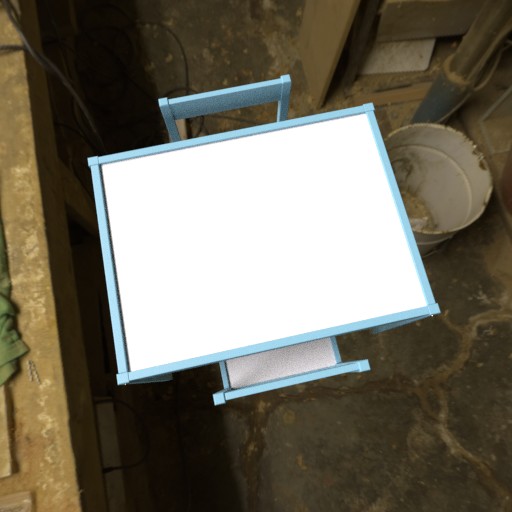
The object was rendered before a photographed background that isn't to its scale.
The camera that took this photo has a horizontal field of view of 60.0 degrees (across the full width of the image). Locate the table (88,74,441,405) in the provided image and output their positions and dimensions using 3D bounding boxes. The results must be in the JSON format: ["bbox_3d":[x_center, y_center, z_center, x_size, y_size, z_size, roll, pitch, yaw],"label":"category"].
[{"bbox_3d":[0.000,0.000,1.108,0.639,0.503,0.633,-12,76,-3],"label":"table"}]
